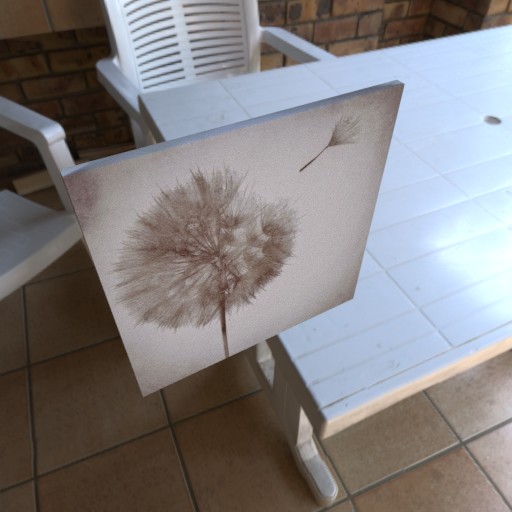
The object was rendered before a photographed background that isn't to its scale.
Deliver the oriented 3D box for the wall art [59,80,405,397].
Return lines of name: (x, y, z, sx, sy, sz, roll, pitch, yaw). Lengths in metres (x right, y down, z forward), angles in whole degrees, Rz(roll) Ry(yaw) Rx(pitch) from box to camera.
wall art: (0.000, 0.000, 1.155, 0.762, 0.762, 0.027, -21, 49, -20)
